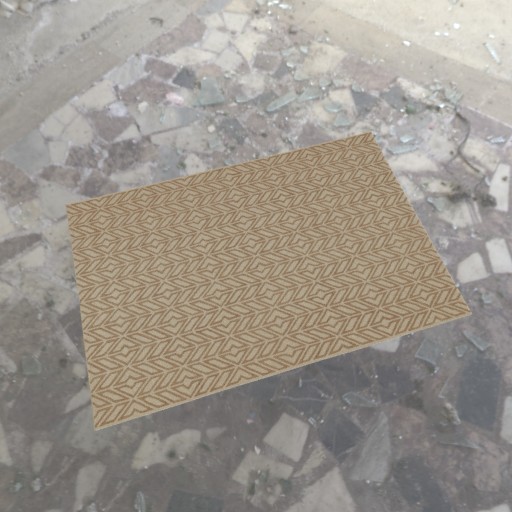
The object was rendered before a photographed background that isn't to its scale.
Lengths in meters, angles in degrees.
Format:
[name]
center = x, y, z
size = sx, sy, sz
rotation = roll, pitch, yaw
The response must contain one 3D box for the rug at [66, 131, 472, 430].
[rug]
center = 0.000, 0.000, 2.302
size = 1.828, 0.007, 1.220
rotation = -15, 64, -8
